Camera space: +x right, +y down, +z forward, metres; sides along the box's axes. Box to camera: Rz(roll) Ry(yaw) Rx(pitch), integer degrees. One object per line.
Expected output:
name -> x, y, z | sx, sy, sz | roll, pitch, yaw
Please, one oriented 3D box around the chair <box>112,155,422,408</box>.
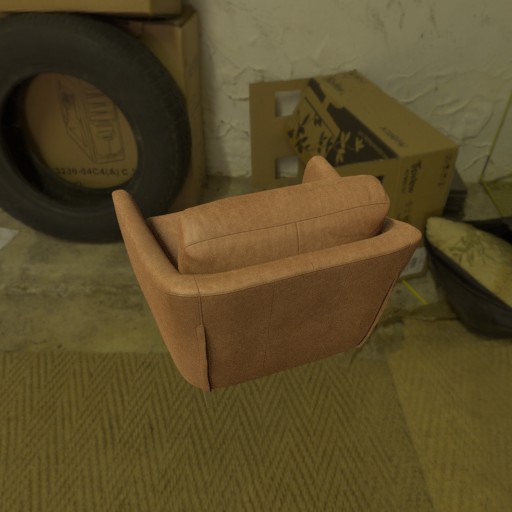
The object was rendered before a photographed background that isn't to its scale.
chair -> 0.000, 0.000, 1.775 | 0.988, 0.895, 0.963 | -13, 42, -15
